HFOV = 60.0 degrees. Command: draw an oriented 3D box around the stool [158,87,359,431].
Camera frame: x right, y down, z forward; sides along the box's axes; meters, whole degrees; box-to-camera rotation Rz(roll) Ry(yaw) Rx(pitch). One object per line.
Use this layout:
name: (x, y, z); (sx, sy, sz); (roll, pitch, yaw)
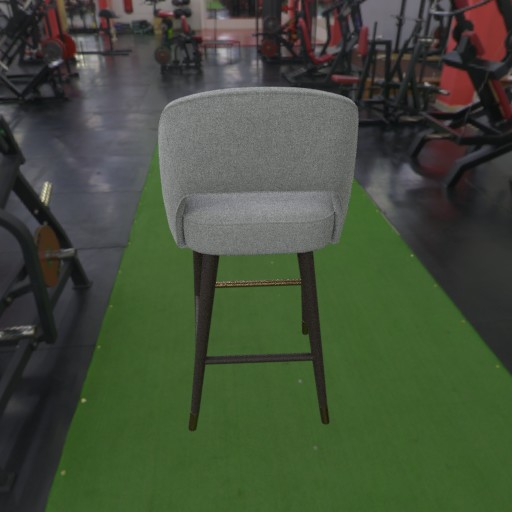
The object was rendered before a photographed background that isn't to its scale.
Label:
stool: (0.000, 0.000, 1.313); (0.494, 1.037, 0.509); (-2, 31, -3)
